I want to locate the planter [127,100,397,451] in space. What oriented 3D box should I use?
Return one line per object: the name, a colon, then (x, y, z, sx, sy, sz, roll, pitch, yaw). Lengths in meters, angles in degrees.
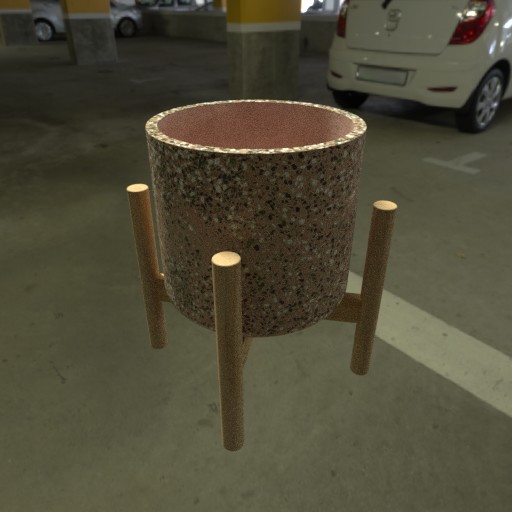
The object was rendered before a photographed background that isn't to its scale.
planter: (0.000, 0.000, 0.535, 0.284, 0.320, 0.284, 18, 35, 28)
